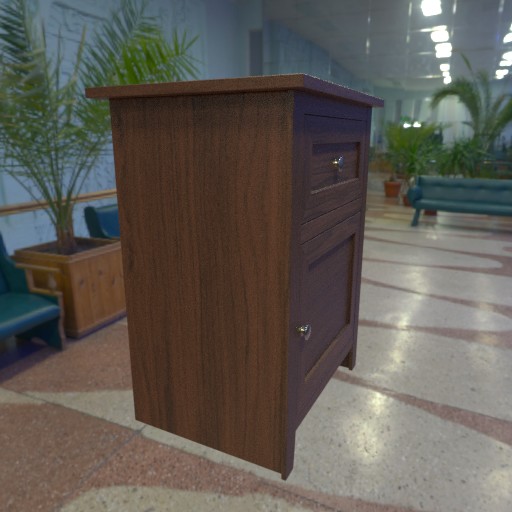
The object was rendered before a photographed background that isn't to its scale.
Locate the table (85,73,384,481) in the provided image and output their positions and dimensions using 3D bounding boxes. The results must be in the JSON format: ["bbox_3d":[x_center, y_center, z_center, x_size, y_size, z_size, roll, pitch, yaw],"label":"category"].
[{"bbox_3d":[0.000,0.000,0.926,0.381,0.636,0.480,8,17,26],"label":"table"}]
